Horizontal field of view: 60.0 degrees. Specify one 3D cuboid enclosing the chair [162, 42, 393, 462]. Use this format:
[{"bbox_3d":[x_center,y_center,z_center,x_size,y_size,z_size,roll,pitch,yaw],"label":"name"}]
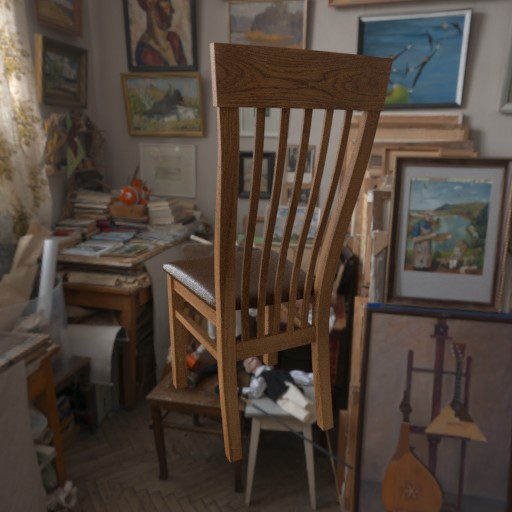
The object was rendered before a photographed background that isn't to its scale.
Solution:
[{"bbox_3d":[0.000,0.000,1.329,0.450,1.050,0.580,-7,17,-25],"label":"chair"}]
